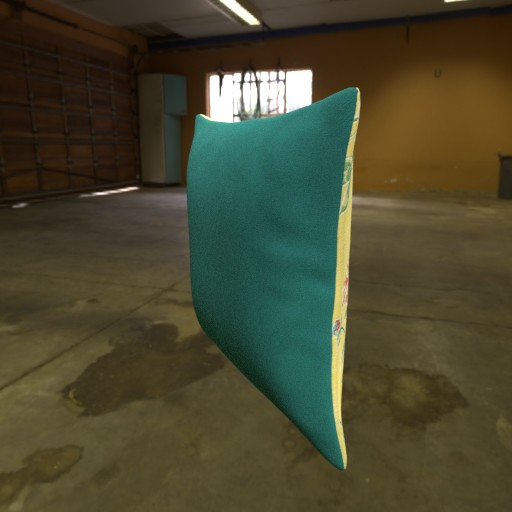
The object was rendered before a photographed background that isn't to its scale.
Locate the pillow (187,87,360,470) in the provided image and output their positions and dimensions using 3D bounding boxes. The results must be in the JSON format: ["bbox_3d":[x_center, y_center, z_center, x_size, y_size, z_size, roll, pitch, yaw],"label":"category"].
[{"bbox_3d":[0.000,0.000,0.783,0.166,0.508,0.525,-7,15,-26],"label":"pillow"}]
